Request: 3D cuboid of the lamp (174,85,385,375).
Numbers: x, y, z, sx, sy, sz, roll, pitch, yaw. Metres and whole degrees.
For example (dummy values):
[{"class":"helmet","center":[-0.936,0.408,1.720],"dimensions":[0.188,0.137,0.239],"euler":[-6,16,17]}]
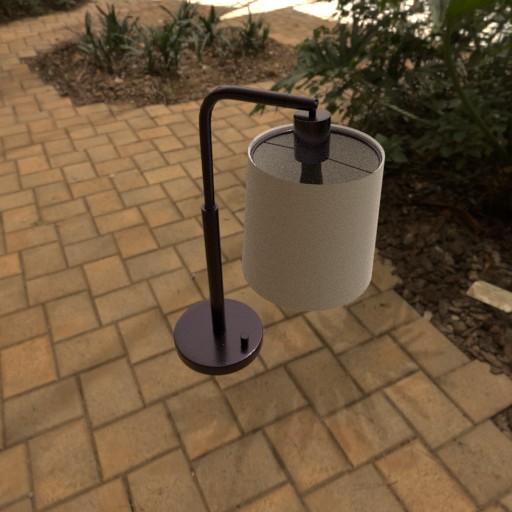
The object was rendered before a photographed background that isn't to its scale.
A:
[{"class":"lamp","center":[0.000,0.000,0.640],"dimensions":[0.333,0.489,0.171],"euler":[24,46,25]}]
